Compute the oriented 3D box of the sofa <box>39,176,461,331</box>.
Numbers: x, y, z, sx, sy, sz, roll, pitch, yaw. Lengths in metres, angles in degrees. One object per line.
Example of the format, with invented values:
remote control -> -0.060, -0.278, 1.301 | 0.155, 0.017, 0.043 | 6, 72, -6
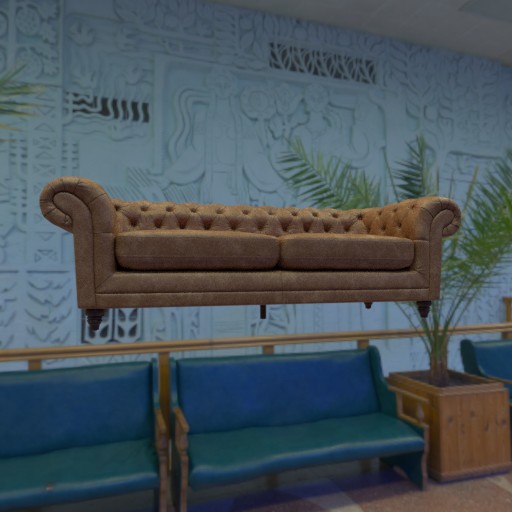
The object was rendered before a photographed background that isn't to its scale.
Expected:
sofa -> 0.000, 0.000, 2.815 | 2.365, 0.760, 0.989 | 0, -2, -17
